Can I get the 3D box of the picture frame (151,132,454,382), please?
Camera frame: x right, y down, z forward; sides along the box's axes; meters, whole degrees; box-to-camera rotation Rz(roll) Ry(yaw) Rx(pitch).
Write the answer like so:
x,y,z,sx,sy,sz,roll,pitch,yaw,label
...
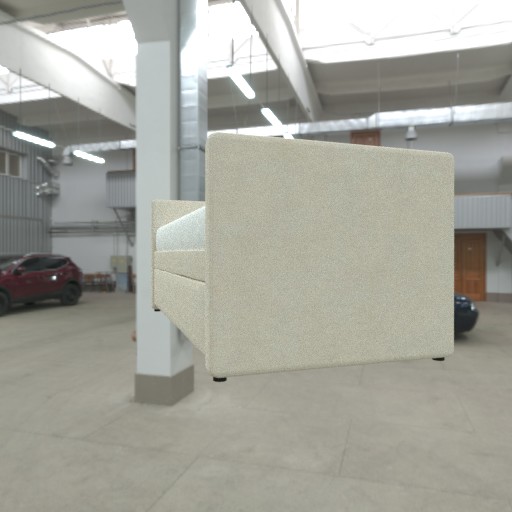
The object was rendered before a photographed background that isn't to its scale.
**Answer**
x,y,z,sx,sy,sz,roll,pitch,yaw,label
0.000,0.000,2.736,1.069,0.891,2.161,0,0,-19,picture frame
